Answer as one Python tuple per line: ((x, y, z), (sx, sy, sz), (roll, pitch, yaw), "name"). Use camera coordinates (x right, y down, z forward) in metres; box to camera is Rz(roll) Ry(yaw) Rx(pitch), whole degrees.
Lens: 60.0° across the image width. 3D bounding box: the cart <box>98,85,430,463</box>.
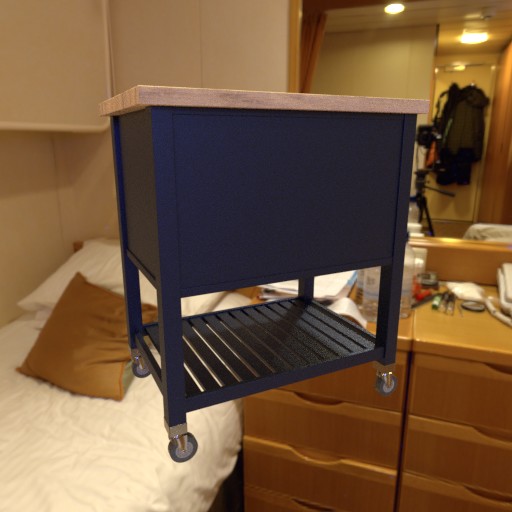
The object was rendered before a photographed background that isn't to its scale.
((0.000, 0.000, 1.402), (0.797, 0.920, 0.567), (-7, 17, -26), "cart")
